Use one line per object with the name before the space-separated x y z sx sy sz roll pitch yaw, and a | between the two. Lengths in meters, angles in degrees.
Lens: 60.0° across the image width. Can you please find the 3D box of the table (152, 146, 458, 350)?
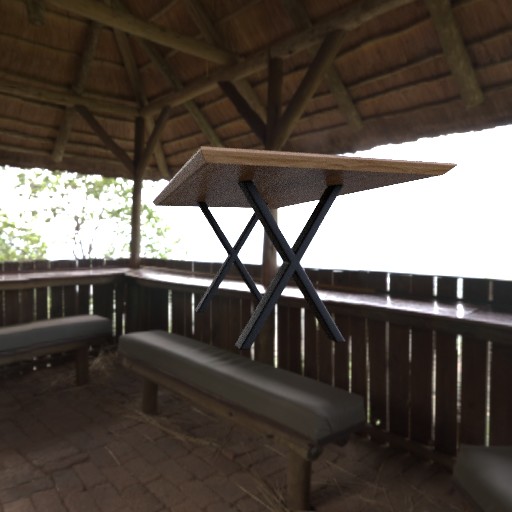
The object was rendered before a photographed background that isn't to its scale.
table | 0.000 0.000 2.520 1.000 0.770 2.000 -1 2 -18
